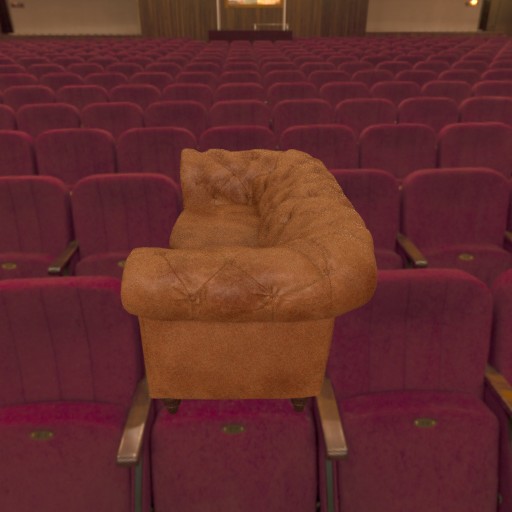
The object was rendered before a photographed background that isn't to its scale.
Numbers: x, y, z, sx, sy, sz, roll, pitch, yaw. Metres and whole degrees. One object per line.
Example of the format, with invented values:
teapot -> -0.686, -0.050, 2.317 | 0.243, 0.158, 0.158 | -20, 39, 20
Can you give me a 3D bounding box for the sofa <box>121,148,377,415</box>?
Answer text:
sofa -> 0.000, 0.000, 2.547 | 1.042, 0.877, 1.979 | -1, 26, -1
